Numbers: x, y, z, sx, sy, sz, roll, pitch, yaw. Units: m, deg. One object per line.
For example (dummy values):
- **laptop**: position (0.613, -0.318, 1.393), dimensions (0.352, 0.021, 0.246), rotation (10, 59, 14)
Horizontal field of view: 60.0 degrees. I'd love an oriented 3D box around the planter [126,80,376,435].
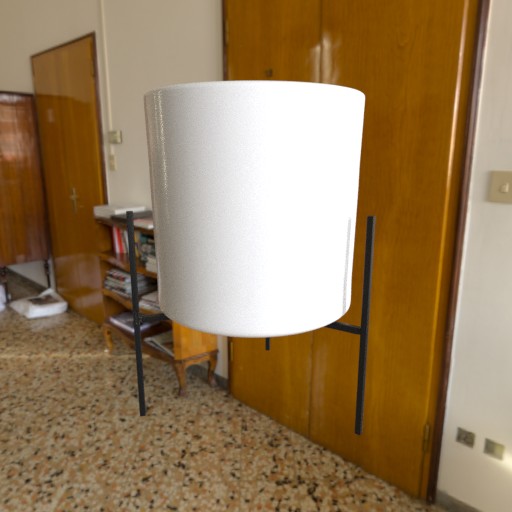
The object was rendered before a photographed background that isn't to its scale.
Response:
- **planter**: position (0.000, 0.000, 0.637), dimensions (0.307, 0.431, 0.308), rotation (2, 13, 8)
